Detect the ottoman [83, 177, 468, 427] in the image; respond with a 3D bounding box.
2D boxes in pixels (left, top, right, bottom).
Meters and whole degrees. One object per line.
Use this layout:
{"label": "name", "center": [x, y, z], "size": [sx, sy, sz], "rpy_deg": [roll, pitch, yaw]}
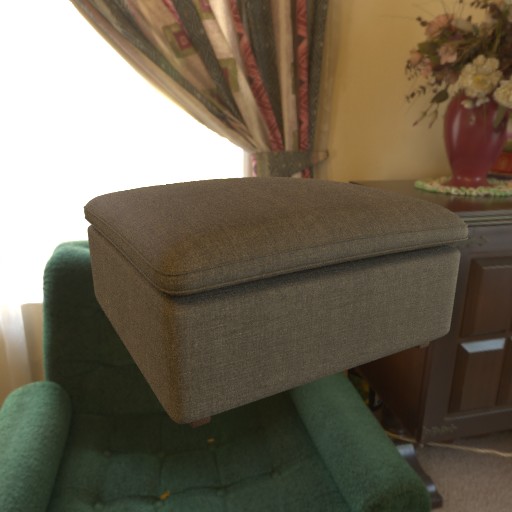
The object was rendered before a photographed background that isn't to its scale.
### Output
{"label": "ottoman", "center": [0.000, 0.000, 1.684], "size": [1.067, 0.559, 1.067], "rpy_deg": [-9, 19, -29]}
